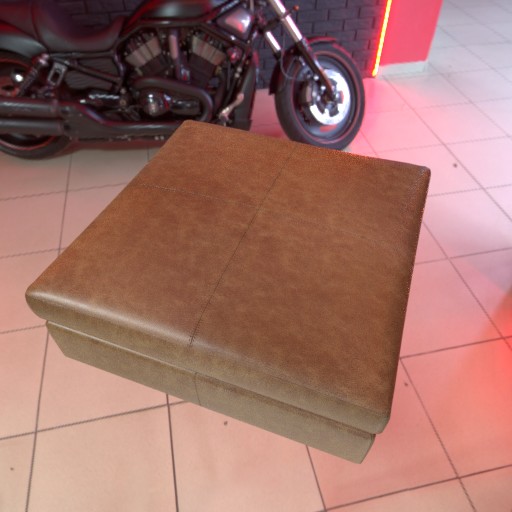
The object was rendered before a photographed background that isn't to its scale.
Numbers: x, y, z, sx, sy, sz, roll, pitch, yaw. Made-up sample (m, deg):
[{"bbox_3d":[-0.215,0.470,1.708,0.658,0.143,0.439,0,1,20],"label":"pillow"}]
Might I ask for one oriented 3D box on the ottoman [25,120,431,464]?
[{"bbox_3d":[0.000,0.000,1.766,1.168,0.483,1.169,15,48,14],"label":"ottoman"}]
